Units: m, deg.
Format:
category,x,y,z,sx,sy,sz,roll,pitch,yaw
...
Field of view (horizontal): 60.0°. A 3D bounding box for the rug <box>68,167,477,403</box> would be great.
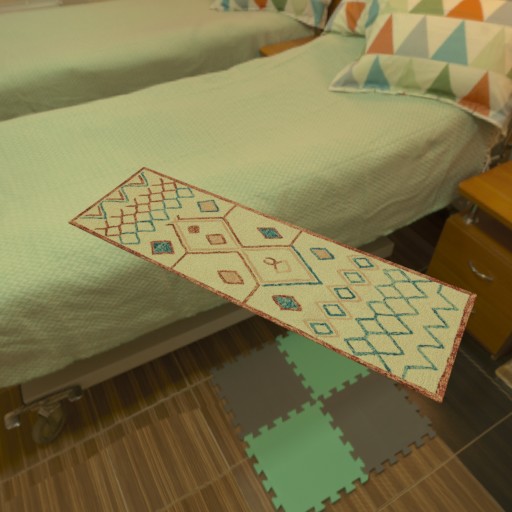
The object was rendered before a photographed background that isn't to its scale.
category,x,y,z,sx,sy,sz,roll,pitch,yaw
rug,0.000,0.000,2.696,2.435,0.011,0.750,23,50,21
